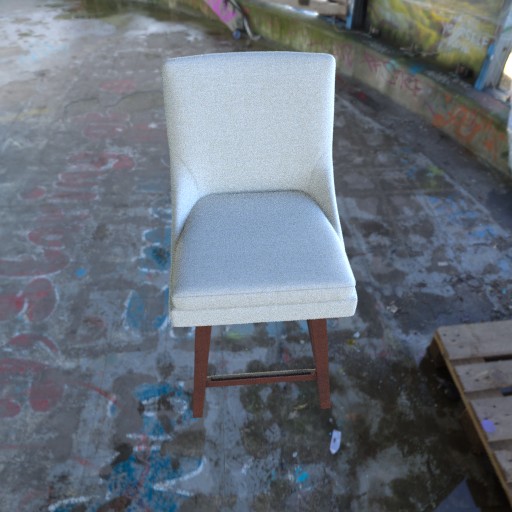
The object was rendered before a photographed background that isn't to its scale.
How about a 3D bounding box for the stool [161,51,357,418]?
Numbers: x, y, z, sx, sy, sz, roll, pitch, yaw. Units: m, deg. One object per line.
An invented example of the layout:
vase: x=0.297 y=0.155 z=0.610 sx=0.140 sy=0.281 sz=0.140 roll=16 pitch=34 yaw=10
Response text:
stool: x=0.000 y=0.000 z=1.326 sx=0.469 sy=0.991 sz=0.559 roll=-3 pitch=45 yaw=-3
